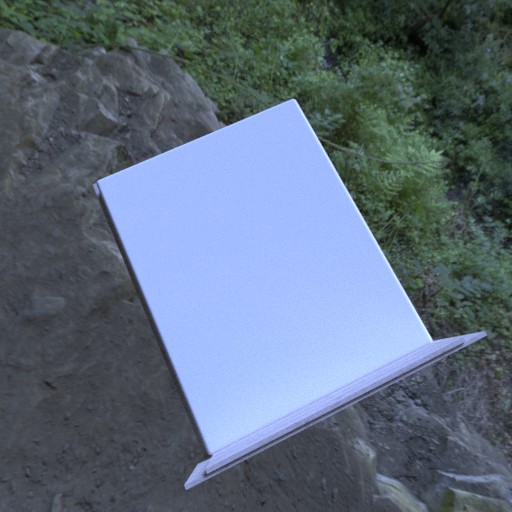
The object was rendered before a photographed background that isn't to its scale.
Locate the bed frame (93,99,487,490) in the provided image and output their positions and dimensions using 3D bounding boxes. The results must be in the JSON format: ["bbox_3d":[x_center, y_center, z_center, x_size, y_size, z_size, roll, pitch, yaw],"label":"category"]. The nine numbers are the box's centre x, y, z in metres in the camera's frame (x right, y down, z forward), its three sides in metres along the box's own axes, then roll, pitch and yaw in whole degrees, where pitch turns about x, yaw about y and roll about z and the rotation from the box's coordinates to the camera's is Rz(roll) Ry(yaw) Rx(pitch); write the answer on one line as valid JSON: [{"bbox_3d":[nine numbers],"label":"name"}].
[{"bbox_3d":[0.000,0.000,2.967,1.750,0.970,2.080,-25,76,-6],"label":"bed frame"}]
